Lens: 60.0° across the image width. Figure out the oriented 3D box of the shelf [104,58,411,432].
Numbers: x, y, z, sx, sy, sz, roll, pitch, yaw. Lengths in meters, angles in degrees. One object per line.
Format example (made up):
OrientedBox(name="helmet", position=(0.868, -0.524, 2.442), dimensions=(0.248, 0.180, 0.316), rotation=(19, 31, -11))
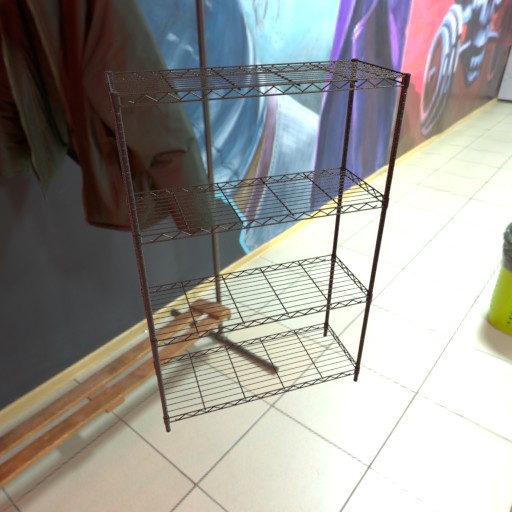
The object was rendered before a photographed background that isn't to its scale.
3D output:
OrientedBox(name="shelf", position=(0.000, 0.000, 1.753), dimensions=(0.907, 1.361, 0.352), rotation=(-10, 33, -15))
